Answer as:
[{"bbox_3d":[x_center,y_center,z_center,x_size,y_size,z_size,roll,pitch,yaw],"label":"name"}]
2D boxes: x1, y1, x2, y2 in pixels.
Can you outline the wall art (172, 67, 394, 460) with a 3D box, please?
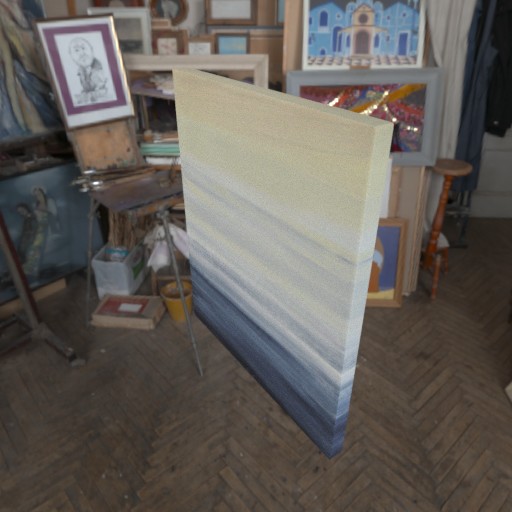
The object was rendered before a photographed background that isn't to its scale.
[{"bbox_3d":[0.000,0.000,0.986,0.041,0.710,0.608,-20,36,-29],"label":"wall art"}]
